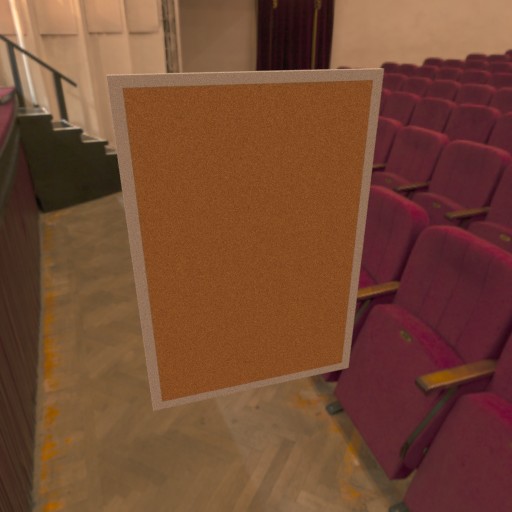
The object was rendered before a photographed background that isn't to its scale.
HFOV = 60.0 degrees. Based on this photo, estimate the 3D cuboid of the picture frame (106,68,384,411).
[{"bbox_3d":[0.000,0.000,0.854,0.457,0.657,0.013,-8,28,-15],"label":"picture frame"}]
